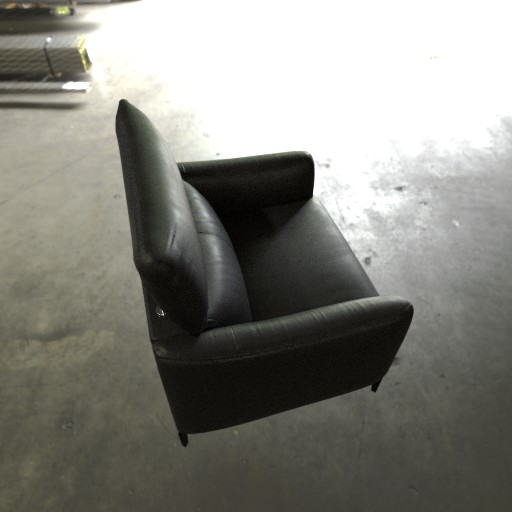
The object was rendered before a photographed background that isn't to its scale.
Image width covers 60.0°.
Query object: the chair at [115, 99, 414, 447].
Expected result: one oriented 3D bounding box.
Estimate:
[{"bbox_3d":[0.000,0.000,1.630,0.809,0.949,0.976,-12,47,-11],"label":"chair"}]
